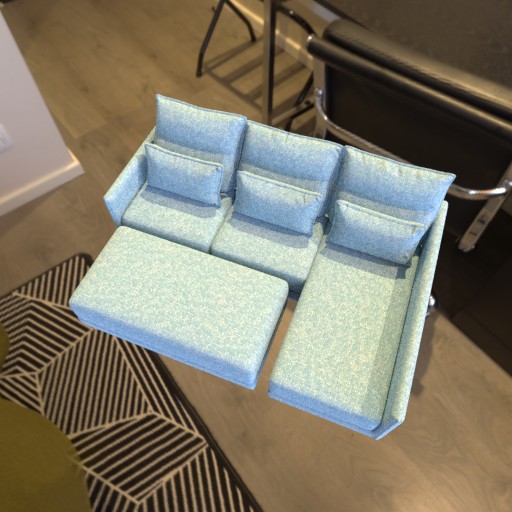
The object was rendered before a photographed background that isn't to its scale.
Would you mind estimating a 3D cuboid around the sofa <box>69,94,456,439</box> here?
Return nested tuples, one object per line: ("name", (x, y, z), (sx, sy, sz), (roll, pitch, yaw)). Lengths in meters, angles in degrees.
("sofa", (0.000, 0.000, 2.748), (2.034, 0.899, 1.420), (18, 60, 11))
